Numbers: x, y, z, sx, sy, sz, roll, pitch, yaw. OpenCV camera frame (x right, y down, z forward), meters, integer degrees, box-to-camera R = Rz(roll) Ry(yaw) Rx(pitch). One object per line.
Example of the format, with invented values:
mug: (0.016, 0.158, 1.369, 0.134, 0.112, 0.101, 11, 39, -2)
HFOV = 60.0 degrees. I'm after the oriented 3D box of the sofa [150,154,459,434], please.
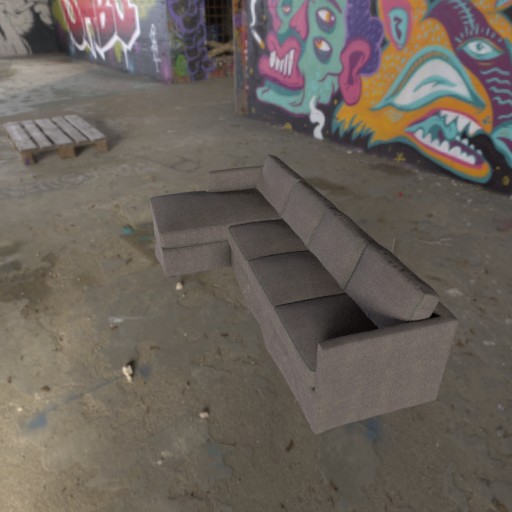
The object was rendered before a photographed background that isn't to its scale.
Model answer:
sofa: (0.000, 0.000, 3.968, 1.650, 0.922, 3.205, -9, 31, -15)
